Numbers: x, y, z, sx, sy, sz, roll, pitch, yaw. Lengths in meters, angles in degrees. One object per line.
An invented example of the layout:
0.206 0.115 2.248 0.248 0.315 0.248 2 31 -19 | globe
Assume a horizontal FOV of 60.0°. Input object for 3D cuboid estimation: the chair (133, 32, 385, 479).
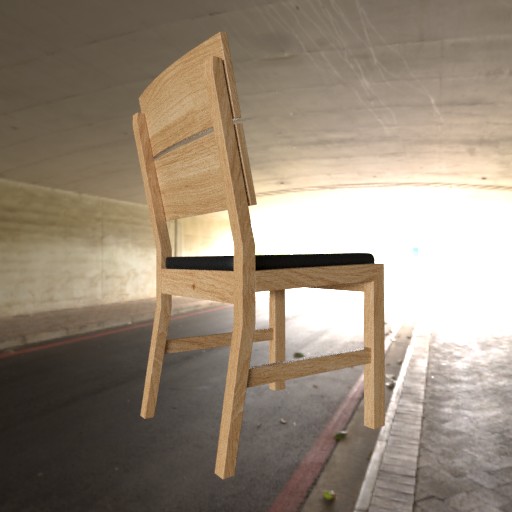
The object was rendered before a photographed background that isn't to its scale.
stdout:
0.000 0.000 1.280 0.569 0.950 0.475 0 -1 -35 | chair
